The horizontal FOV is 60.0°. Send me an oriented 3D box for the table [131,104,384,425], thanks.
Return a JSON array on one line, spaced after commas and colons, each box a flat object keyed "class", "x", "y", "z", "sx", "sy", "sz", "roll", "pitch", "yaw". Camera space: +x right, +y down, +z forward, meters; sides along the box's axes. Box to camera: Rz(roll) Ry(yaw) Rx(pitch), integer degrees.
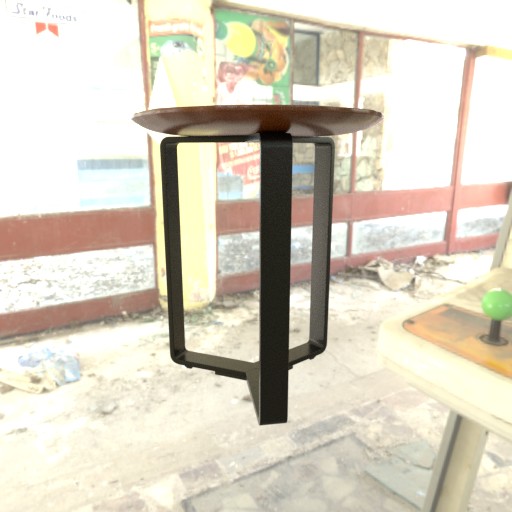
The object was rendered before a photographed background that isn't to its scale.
[{"class": "table", "x": 0.000, "y": 0.000, "z": 0.751, "sx": 0.380, "sy": 0.450, "sz": 0.410, "roll": -2, "pitch": 14, "yaw": -9}]
